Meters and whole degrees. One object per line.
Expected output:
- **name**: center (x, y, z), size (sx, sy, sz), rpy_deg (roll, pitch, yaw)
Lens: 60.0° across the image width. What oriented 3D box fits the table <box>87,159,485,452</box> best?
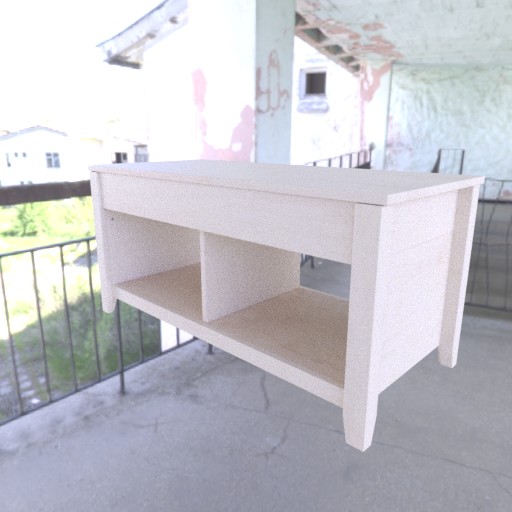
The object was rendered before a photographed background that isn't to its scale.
- **table**: center (0.000, 0.000, 1.259), size (1.016, 0.483, 0.457), rpy_deg (14, 21, 42)
